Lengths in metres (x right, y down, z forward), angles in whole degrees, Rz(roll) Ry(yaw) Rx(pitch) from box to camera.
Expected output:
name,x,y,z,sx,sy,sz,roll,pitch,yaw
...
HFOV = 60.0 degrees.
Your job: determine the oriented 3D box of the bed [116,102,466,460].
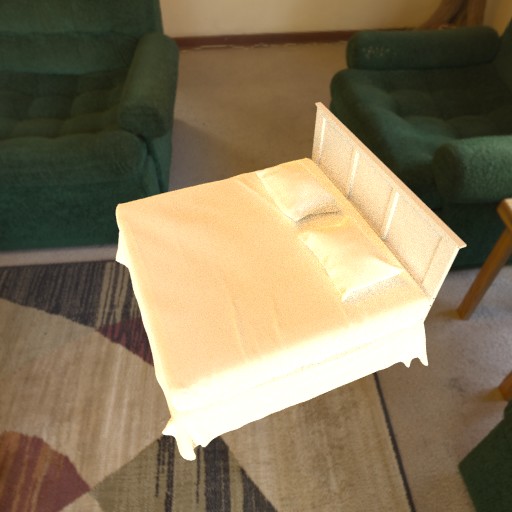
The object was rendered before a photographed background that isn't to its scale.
name,x,y,z,sx,sy,sz,roll,pitch,yaw
bed,0.000,0.000,3.659,2.215,1.273,2.317,-17,50,-15
